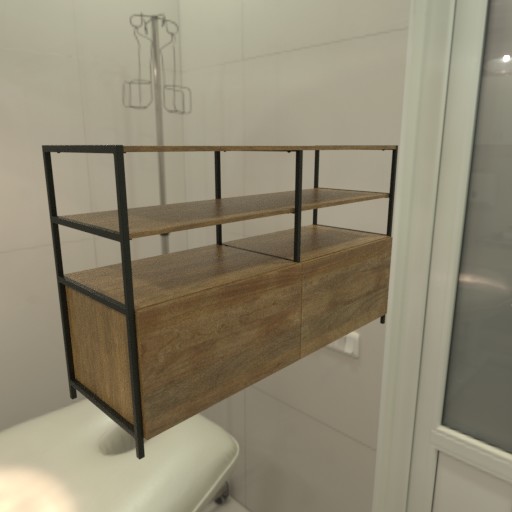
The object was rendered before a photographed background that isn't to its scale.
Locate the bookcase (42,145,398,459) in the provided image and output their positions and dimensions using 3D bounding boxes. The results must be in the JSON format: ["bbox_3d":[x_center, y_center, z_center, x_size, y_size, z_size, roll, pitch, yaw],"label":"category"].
[{"bbox_3d":[0.000,0.000,1.469,0.391,0.712,1.149,13,19,43],"label":"bookcase"}]
